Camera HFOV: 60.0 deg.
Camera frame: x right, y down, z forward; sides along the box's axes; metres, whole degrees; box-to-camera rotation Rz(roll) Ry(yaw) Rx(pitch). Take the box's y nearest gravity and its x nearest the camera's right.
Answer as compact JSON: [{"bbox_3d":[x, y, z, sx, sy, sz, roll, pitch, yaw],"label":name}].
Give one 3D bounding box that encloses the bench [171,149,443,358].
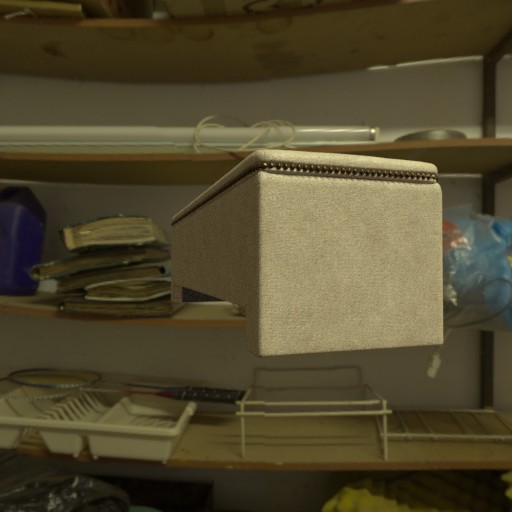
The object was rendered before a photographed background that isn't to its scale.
[{"bbox_3d":[0.000,0.000,1.668,0.470,0.447,1.482,0,-1,-18],"label":"bench"}]
